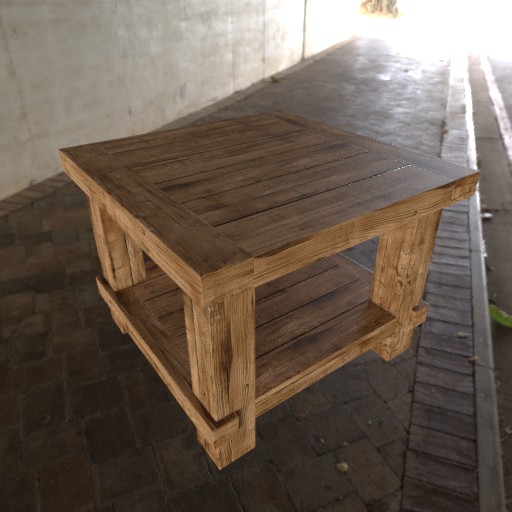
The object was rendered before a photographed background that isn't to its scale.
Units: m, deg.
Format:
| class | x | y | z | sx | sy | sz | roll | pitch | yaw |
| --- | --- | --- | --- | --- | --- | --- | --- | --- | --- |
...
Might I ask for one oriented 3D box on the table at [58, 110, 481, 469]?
| class | x | y | z | sx | sy | sz | roll | pitch | yaw |
| --- | --- | --- | --- | --- | --- | --- | --- | --- | --- |
| table | 0.000 | 0.000 | 1.014 | 0.610 | 0.457 | 0.610 | -21 | 37 | -30 |
